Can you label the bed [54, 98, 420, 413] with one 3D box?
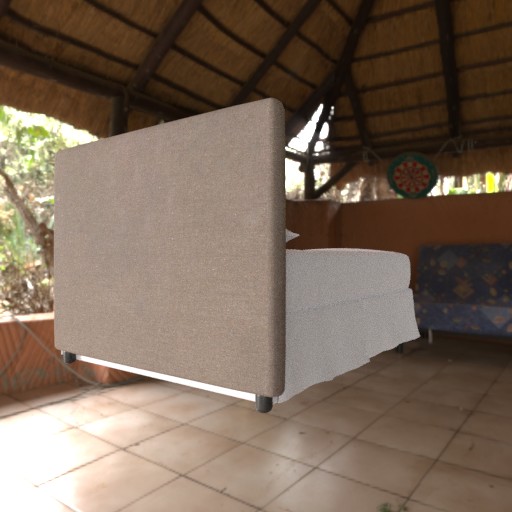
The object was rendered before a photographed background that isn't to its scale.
[{"bbox_3d":[0.000,0.000,3.147,1.723,1.330,2.142,0,0,36],"label":"bed"}]
